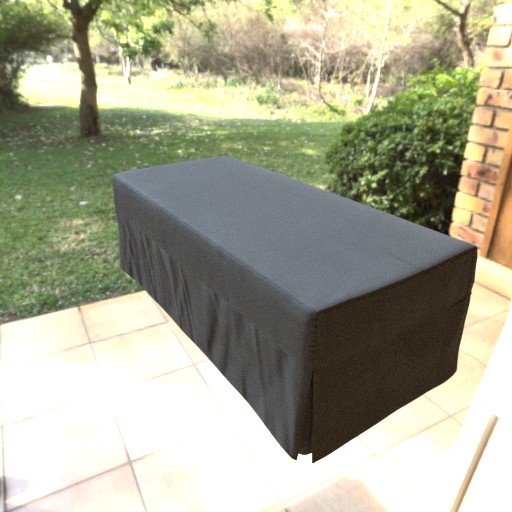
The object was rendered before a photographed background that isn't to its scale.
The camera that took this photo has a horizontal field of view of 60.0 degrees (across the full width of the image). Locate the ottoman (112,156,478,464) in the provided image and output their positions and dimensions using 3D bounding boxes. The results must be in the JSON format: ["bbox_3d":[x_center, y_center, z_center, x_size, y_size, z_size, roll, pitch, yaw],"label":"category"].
[{"bbox_3d":[0.000,0.000,1.666,0.665,0.457,1.388,-17,30,-31],"label":"ottoman"}]
